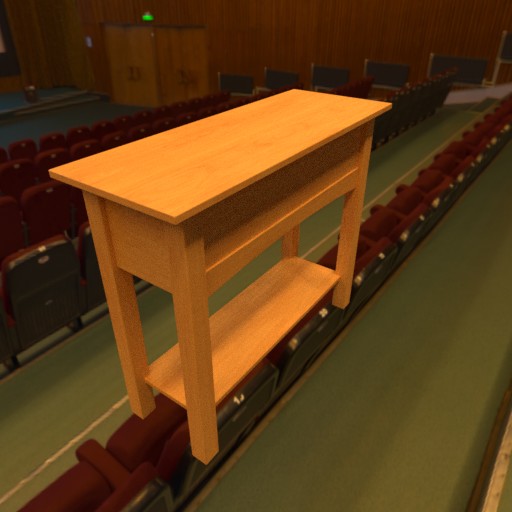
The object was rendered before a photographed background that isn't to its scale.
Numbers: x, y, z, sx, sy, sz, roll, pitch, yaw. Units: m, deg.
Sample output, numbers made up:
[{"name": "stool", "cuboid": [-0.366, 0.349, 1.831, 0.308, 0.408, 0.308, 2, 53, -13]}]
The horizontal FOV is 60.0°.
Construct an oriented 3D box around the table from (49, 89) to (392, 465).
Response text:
[{"name": "table", "cuboid": [0.000, 0.000, 1.272, 0.340, 0.728, 0.900, 21, 38, 30]}]
